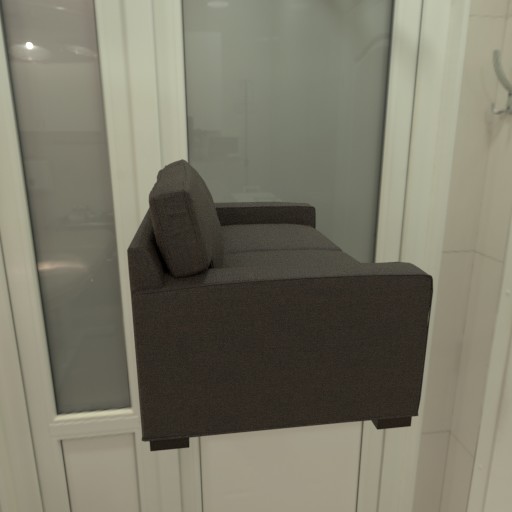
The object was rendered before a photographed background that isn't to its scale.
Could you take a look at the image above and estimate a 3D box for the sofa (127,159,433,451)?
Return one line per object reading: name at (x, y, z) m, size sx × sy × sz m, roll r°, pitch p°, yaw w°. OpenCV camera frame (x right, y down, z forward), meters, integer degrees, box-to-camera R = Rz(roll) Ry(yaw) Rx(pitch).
sofa at (0.000, 0.000, 2.125) m, size 0.974 × 0.887 × 1.534 m, roll -2°, pitch 16°, yaw -8°
